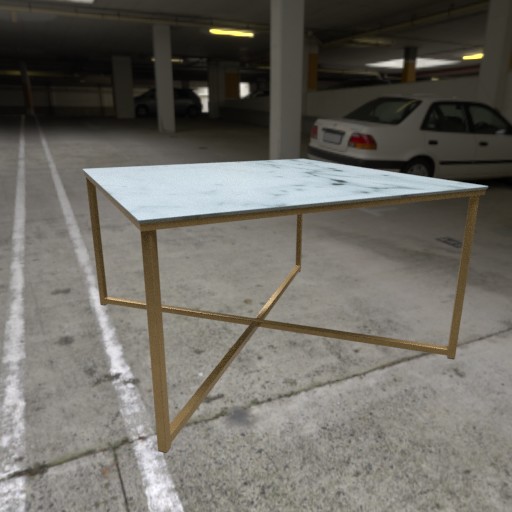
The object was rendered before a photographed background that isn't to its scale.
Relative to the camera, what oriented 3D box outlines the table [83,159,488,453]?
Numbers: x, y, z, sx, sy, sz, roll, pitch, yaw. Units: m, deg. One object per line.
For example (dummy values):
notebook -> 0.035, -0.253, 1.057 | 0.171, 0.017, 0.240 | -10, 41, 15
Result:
table -> 0.000, 0.000, 1.261 | 0.800, 0.450, 0.800 | -8, 19, -25
